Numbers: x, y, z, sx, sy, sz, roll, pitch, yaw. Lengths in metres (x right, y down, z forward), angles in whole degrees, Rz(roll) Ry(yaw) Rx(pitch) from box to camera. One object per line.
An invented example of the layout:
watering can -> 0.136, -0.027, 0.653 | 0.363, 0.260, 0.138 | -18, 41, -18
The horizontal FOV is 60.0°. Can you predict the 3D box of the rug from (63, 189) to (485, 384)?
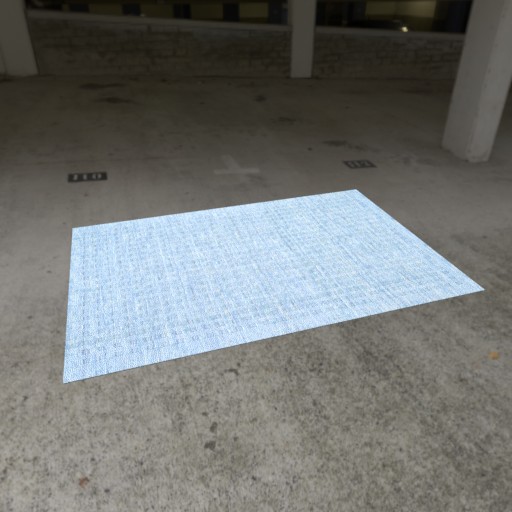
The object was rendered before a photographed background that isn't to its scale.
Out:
rug -> 0.000, 0.000, 2.877 | 2.286, 0.006, 1.522 | -10, 33, -15
